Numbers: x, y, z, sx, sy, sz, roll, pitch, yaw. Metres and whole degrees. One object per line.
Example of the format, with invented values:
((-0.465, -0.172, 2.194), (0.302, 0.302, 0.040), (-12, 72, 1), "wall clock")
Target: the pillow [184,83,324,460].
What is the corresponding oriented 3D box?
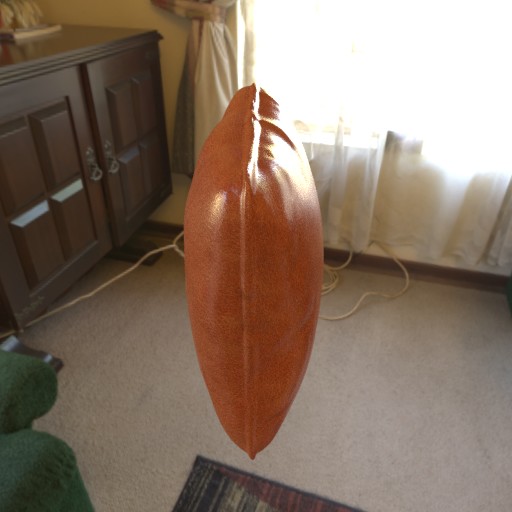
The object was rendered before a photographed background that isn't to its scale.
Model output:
((0.000, 0.000, 0.819), (0.236, 0.523, 0.532), (0, 33, 1), "pillow")
